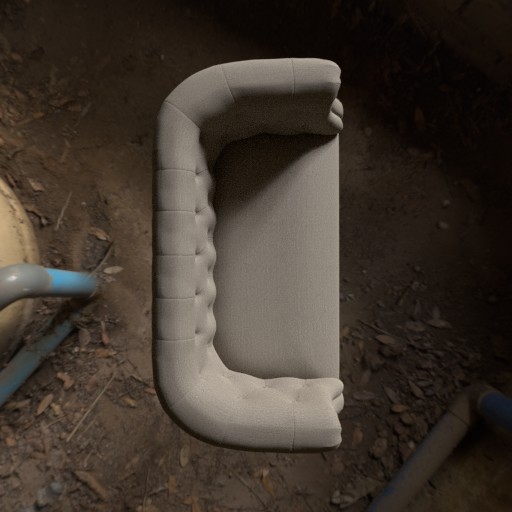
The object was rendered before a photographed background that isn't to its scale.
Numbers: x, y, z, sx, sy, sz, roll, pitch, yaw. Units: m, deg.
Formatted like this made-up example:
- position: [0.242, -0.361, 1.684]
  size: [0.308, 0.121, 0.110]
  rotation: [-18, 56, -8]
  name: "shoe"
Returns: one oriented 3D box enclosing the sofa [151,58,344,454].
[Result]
- position: [0.000, 0.000, 2.076]
  size: [0.835, 0.827, 1.558]
  rotation: [0, 89, -1]
  name: "sofa"
